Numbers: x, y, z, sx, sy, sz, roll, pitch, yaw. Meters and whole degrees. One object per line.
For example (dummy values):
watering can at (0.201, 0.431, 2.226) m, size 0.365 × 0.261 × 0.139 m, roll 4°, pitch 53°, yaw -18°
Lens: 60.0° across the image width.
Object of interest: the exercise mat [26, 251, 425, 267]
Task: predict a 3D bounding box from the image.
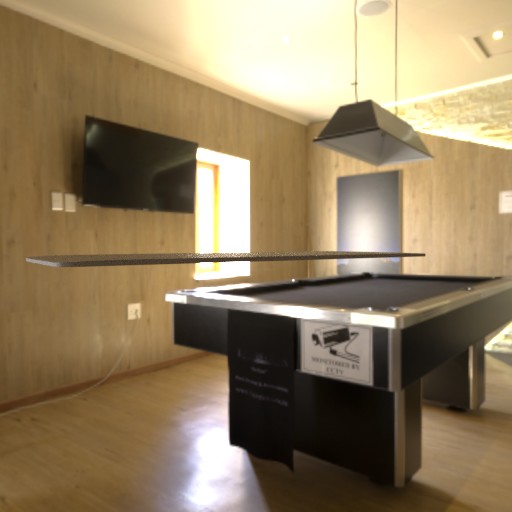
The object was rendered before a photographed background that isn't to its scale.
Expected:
exercise mat at (0.000, 0.000, 2.100) m, size 1.884 × 0.021 × 0.616 m, roll -1°, pitch 2°, yaw -35°
